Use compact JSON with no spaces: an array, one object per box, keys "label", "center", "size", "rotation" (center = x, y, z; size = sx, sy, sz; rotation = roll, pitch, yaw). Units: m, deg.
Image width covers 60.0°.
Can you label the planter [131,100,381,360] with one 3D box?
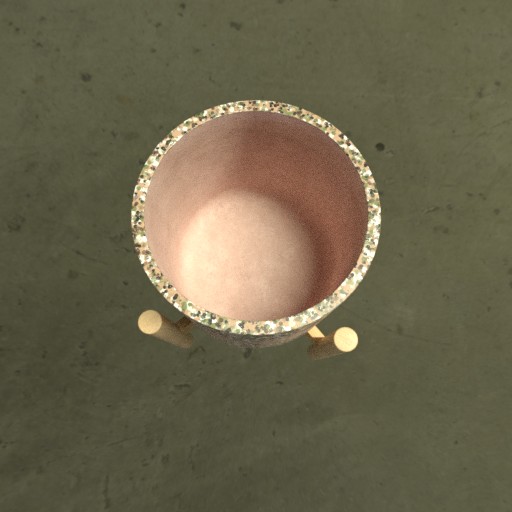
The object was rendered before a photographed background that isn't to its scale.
[{"label":"planter","center":[0.000,0.000,0.549],"size":[0.284,0.320,0.284],"rotation":[-17,76,-4]}]
